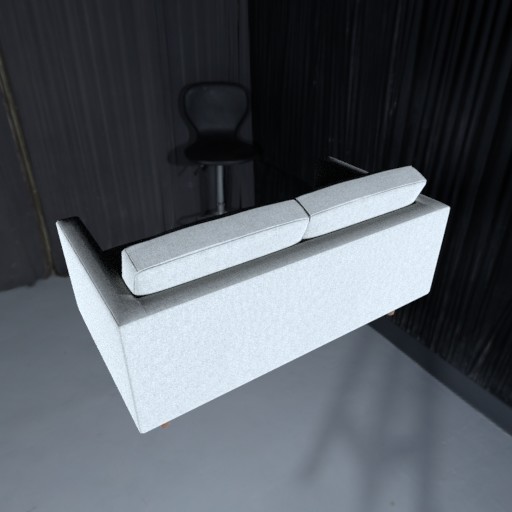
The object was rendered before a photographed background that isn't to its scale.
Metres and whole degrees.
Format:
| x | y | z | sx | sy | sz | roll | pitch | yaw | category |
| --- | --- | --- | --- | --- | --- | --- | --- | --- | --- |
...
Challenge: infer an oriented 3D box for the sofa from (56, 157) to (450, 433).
| x | y | z | sx | sy | sz | roll | pitch | yaw | category |
| --- | --- | --- | --- | --- | --- | --- | --- | --- | --- |
| 0.000 | 0.000 | 2.353 | 1.731 | 0.900 | 1.000 | -19 | 36 | -28 | sofa |
